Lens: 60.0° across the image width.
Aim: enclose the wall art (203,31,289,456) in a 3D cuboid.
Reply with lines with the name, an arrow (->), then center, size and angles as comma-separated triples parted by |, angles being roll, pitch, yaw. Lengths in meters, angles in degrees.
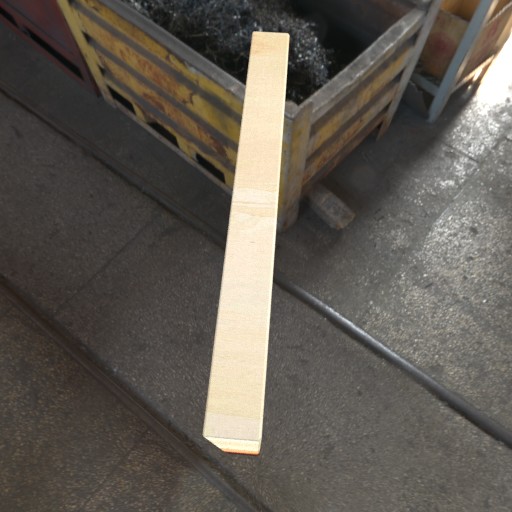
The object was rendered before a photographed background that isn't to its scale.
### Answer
wall art -> 0.000, 0.000, 0.477 | 0.037, 0.251, 0.383 | 4, 64, 2
